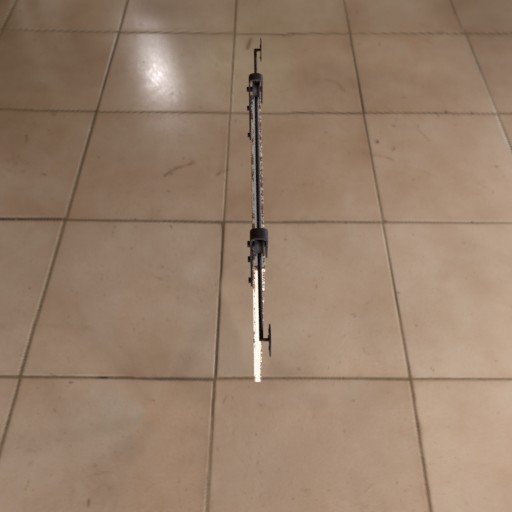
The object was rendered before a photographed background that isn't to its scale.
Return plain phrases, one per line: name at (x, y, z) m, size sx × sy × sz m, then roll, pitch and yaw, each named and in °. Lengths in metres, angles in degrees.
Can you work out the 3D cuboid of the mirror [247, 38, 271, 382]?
mirror at (0.000, 0.000, 1.225) m, size 0.037 × 0.844 × 0.808 m, roll -1°, pitch 59°, yaw 0°
